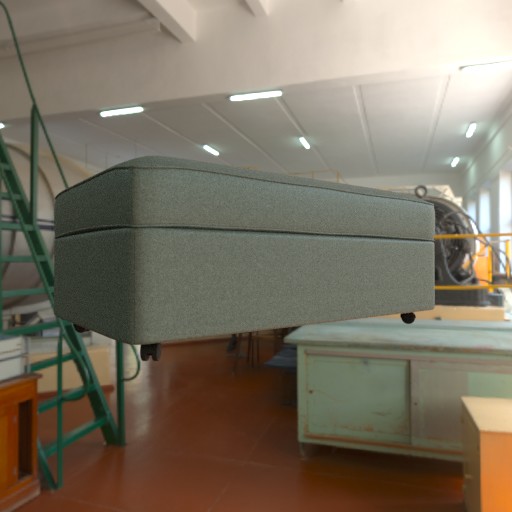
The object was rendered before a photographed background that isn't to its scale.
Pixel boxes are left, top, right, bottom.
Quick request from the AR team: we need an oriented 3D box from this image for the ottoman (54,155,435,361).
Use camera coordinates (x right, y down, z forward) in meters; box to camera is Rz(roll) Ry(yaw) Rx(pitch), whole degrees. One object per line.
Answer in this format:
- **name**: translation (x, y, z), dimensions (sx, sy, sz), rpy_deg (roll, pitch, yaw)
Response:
- **ottoman**: translation (0.000, 0.000, 1.534), dimensions (1.173, 0.494, 0.681), rpy_deg (1, -1, -37)
